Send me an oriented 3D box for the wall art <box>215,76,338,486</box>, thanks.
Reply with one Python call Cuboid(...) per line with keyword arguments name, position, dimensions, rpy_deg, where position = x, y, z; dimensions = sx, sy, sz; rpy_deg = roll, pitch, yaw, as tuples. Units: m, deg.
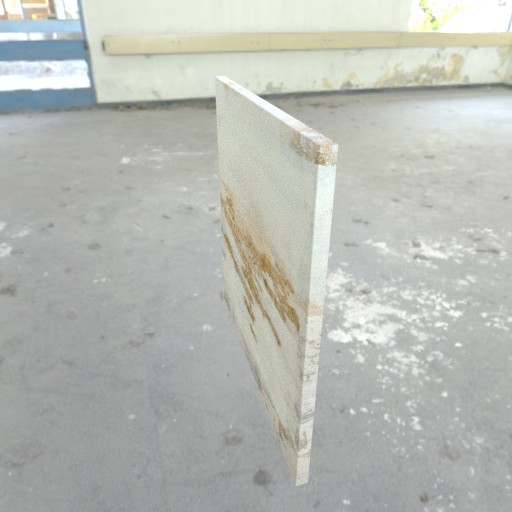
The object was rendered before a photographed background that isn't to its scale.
Cuboid(name="wall art", position=(0.000, 0.000, 1.503), dimensions=(0.040, 1.018, 1.015), rpy_deg=(-8, 30, -14))
